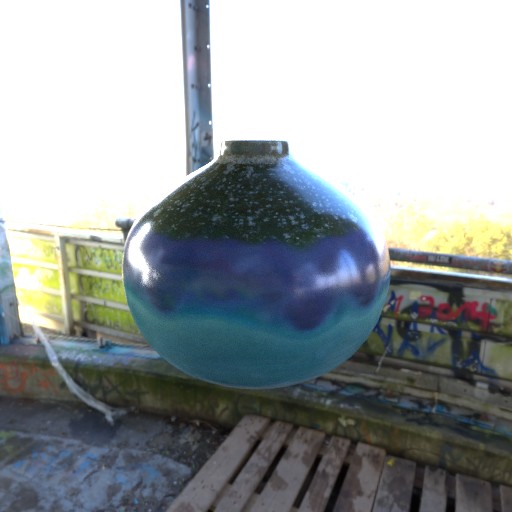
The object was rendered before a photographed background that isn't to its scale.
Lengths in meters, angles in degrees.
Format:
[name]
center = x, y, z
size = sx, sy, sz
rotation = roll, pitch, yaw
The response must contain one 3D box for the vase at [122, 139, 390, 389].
[vase]
center = 0.000, 0.000, 0.263
size = 0.154, 0.133, 0.154
rotation = 0, 14, 0
